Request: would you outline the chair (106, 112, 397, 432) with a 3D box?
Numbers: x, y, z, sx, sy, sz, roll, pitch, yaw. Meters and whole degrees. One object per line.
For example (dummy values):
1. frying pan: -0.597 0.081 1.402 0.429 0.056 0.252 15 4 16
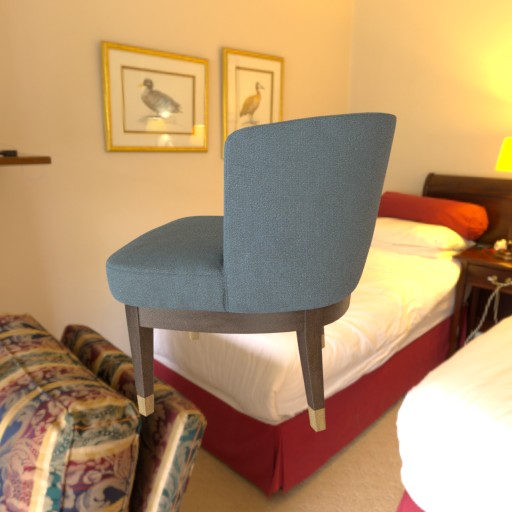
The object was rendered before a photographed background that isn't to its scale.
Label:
1. chair: 0.000 0.000 1.255 0.702 0.760 0.661 2 15 8
